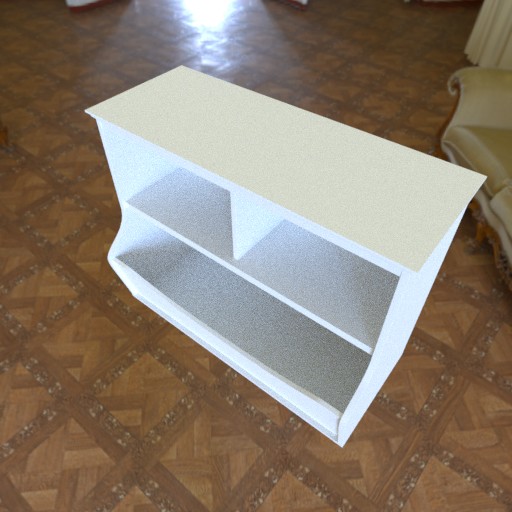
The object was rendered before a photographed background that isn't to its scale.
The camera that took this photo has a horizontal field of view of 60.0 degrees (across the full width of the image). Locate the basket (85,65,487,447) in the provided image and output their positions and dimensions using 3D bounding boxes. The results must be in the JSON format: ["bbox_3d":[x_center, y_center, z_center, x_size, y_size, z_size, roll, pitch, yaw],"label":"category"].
[{"bbox_3d":[0.000,0.000,1.112,0.792,0.625,0.376,30,53,26],"label":"basket"}]
